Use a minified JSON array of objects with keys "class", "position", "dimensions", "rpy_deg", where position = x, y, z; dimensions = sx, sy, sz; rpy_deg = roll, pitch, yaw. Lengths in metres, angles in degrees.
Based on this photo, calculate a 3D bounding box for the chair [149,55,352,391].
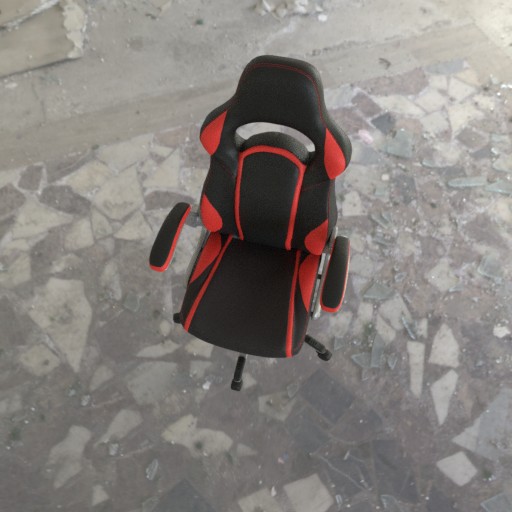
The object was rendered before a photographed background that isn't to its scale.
[{"class":"chair","position":[0.000,0.000,1.613],"dimensions":[0.758,1.165,0.712],"rpy_deg":[13,60,8]}]
